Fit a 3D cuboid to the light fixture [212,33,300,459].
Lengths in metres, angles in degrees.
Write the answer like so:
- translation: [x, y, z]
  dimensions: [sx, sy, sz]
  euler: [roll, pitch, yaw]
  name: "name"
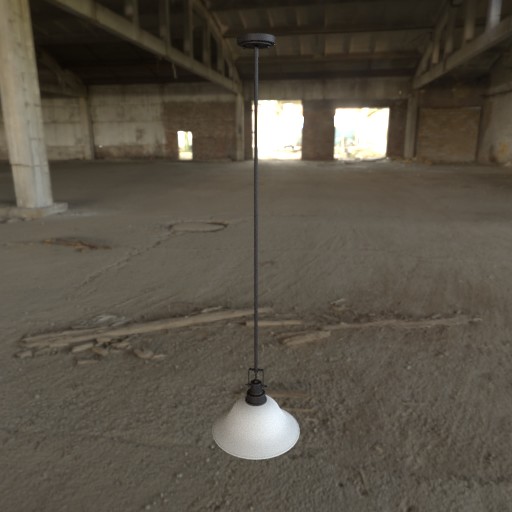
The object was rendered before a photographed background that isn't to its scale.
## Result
- translation: [0.000, 0.000, 1.481]
  dimensions: [0.324, 1.337, 0.324]
  euler: [2, 15, 9]
  name: "light fixture"
